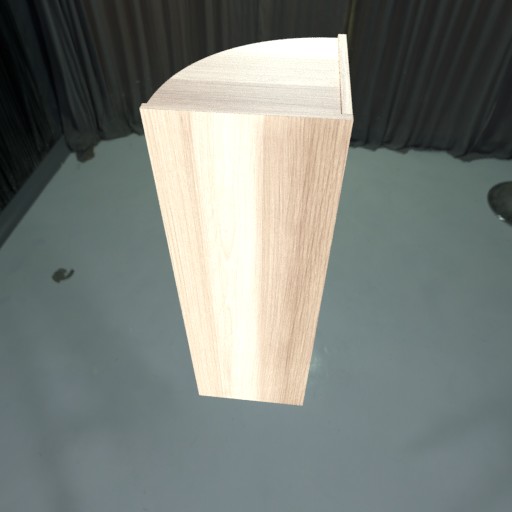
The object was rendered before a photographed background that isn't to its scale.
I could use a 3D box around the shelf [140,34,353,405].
[{"bbox_3d":[0.000,0.000,1.014,0.290,0.872,0.290,4,47,4],"label":"shelf"}]
